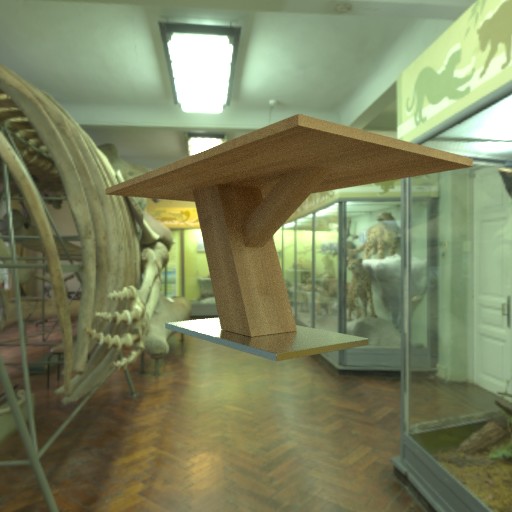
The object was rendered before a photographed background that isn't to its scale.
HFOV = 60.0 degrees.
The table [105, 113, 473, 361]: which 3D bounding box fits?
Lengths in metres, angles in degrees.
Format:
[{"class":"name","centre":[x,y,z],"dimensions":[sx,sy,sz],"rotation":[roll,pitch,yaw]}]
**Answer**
[{"class":"table","centre":[0.000,0.000,2.085],"dimensions":[0.900,0.750,1.600],"rotation":[0,0,-36]}]
